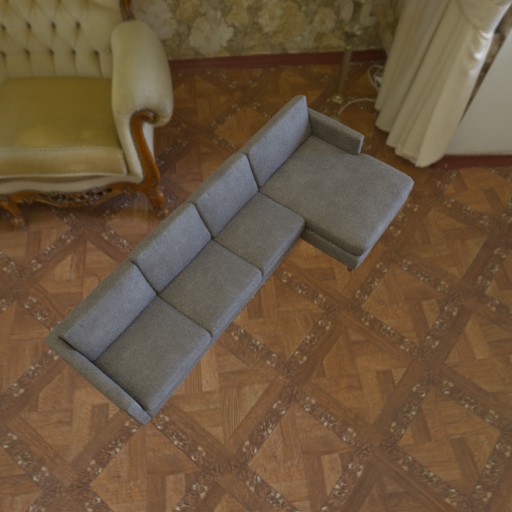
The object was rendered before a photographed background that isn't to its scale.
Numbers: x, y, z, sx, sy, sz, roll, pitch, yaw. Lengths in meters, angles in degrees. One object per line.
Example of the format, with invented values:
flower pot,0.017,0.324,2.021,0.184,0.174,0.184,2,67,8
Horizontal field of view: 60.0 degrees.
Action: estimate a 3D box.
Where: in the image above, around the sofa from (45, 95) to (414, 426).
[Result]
sofa,0.000,0.000,4.133,1.604,0.950,3.471,33,65,18
